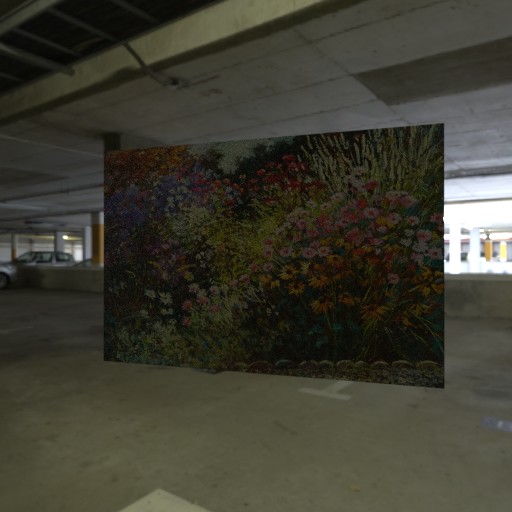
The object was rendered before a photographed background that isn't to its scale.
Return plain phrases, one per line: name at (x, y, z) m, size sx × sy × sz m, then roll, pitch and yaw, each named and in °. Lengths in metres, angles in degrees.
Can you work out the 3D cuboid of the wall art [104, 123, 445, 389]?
wall art at (0.000, 0.000, 1.160) m, size 0.908 × 0.604 × 0.037 m, roll 0°, pitch 0°, yaw 17°
